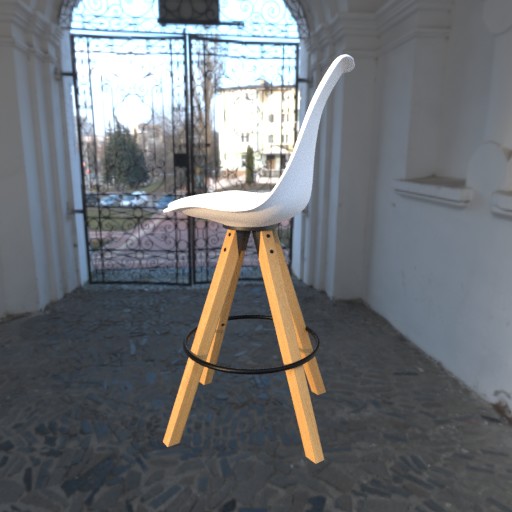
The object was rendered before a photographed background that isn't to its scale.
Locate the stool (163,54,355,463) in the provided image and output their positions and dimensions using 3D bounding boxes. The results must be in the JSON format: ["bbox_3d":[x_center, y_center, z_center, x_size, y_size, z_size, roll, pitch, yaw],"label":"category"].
[{"bbox_3d":[0.000,0.000,1.385,0.549,1.115,0.482,2,13,9],"label":"stool"}]
